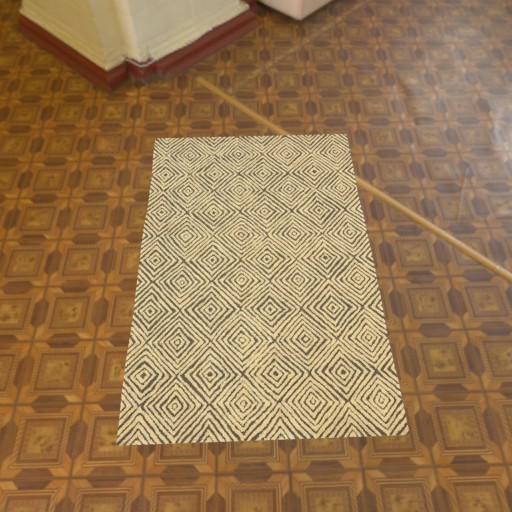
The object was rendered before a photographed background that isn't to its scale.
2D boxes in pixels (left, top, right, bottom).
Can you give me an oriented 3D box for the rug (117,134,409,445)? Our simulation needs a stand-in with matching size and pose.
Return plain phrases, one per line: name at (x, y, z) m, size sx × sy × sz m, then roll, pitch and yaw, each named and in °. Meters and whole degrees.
rug at (0.000, 0.000, 2.243) m, size 1.177 × 0.004 × 1.750 m, roll -2°, pitch 57°, yaw -1°
